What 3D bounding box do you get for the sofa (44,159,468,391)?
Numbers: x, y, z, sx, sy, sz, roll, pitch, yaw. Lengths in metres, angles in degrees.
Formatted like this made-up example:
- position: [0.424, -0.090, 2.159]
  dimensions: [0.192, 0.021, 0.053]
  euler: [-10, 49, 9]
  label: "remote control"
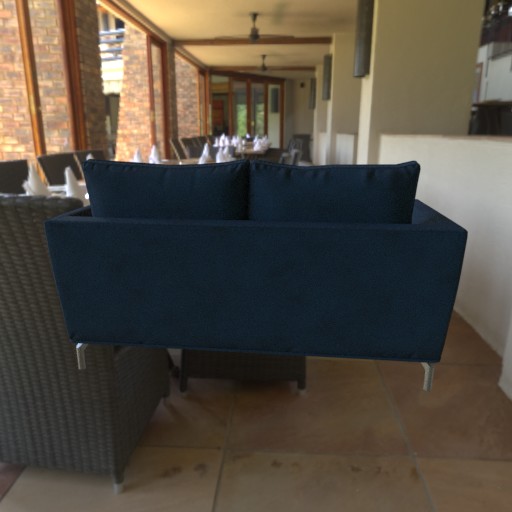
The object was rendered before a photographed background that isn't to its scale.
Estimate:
- position: [0.000, 0.000, 2.281]
  dimensions: [1.770, 1.002, 0.853]
  euler: [2, 16, 6]
  label: "sofa"
